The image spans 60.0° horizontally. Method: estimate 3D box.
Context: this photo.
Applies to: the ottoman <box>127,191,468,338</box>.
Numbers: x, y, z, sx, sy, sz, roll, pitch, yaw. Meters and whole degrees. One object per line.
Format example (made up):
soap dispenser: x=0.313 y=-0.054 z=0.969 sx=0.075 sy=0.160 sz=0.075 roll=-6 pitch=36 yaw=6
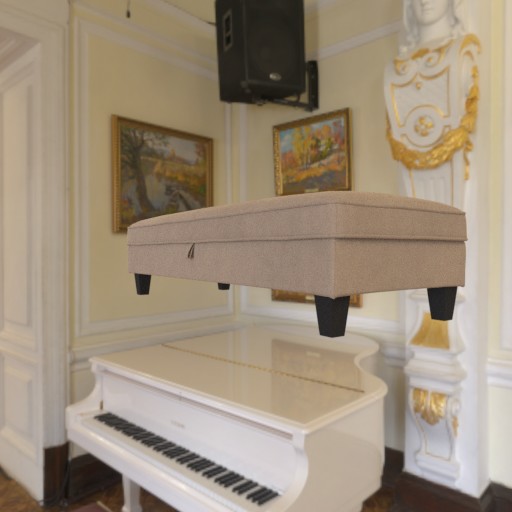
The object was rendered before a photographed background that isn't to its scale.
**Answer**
ottoman: x=0.000 y=0.000 z=2.107 sx=0.735 sy=0.460 sz=1.726 roll=0 pitch=1 yaw=-35
